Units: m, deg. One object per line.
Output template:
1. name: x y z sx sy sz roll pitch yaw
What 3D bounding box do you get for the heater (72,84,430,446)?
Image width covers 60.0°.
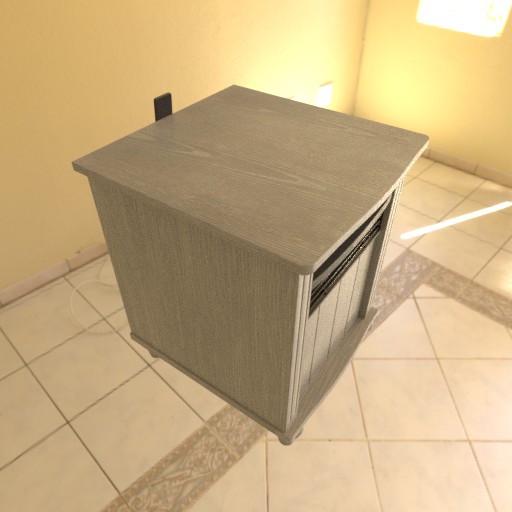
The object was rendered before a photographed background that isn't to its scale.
1. heater: 0.000 0.000 0.768 0.400 0.481 0.362 25 47 26
